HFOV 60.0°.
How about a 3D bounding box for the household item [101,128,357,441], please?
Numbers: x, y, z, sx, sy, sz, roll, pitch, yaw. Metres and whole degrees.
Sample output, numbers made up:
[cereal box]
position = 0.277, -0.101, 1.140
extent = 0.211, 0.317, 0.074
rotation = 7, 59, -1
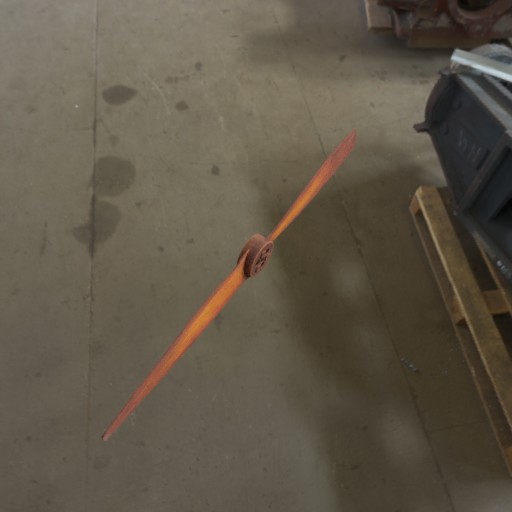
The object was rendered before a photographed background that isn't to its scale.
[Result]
[household item]
position = 0.000, 0.000, 1.240
extent = 0.051, 0.121, 1.181
rotation = 31, 63, 18
